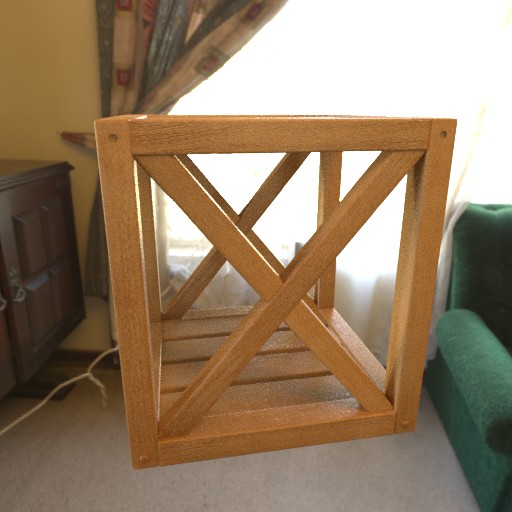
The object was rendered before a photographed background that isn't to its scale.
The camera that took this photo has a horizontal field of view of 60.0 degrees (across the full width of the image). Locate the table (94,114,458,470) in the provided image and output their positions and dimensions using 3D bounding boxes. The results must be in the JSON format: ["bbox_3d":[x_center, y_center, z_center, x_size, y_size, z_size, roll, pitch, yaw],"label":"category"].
[{"bbox_3d":[0.000,0.000,1.010,0.559,0.610,0.558,-3,19,-10],"label":"table"}]
